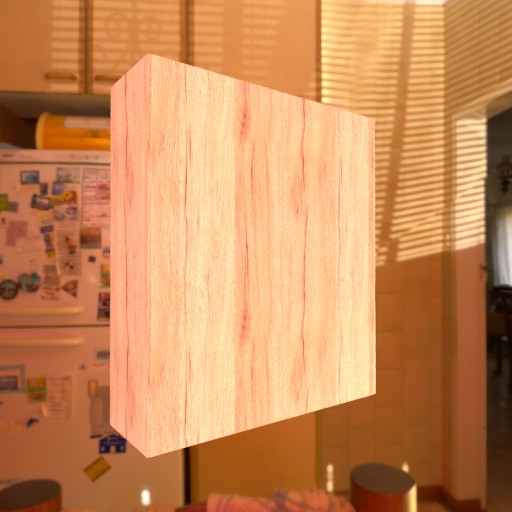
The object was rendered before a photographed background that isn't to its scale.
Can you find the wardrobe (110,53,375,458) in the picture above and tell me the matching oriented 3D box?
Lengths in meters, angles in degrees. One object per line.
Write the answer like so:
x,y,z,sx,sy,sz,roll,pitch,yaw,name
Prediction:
0.000,0.000,3.035,1.810,2.070,0.580,0,-1,-37,wardrobe
